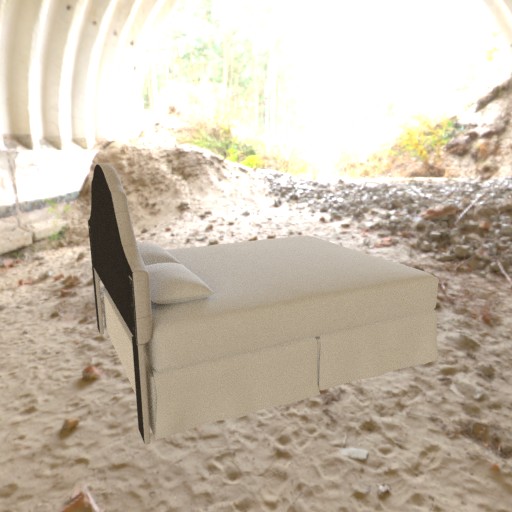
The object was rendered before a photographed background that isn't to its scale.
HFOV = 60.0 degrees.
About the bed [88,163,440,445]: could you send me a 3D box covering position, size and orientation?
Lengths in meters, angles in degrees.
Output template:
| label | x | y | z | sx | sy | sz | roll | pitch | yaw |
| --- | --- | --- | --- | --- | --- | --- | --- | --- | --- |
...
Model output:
| label | x | y | z | sx | sy | sz | roll | pitch | yaw |
| --- | --- | --- | --- | --- | --- | --- | --- | --- | --- |
| bed | 0.000 | 0.000 | 3.832 | 2.477 | 1.617 | 2.039 | -7 | 16 | -26 |
